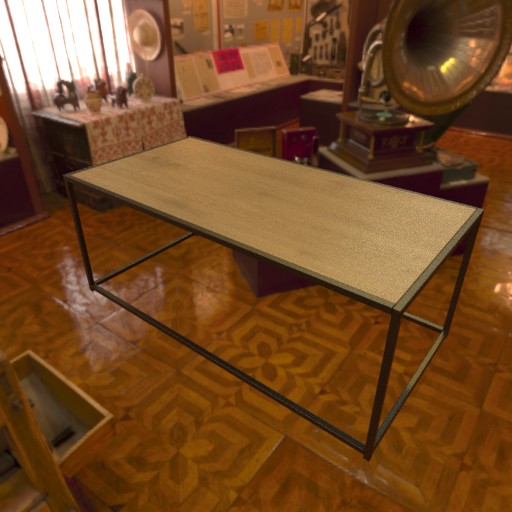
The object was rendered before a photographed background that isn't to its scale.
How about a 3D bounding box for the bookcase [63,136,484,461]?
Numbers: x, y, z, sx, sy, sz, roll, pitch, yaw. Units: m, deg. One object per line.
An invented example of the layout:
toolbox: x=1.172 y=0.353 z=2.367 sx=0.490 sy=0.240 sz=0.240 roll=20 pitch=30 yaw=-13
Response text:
bookcase: x=0.000 y=0.000 z=1.259 sx=1.000 sy=0.400 sz=0.500 roll=22 pitch=37 yaw=32
